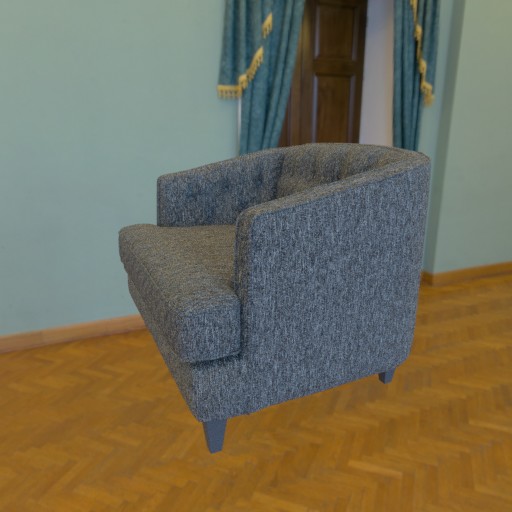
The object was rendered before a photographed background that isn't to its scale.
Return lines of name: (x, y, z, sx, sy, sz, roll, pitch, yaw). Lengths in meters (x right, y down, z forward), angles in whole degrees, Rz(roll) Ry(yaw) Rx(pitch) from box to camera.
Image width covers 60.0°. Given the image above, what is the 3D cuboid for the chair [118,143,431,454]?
chair: (0.000, 0.000, 1.750, 0.941, 0.852, 1.104, -7, 17, -24)
